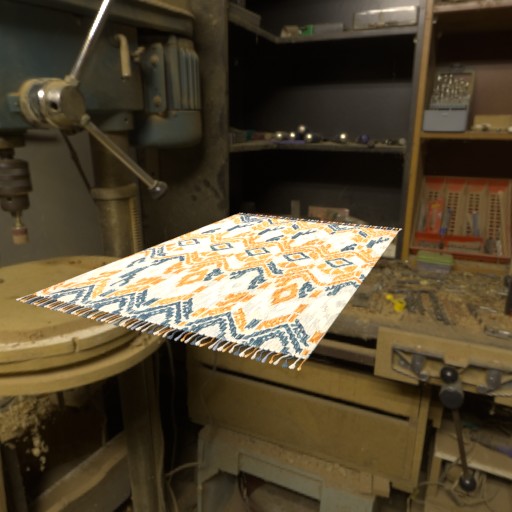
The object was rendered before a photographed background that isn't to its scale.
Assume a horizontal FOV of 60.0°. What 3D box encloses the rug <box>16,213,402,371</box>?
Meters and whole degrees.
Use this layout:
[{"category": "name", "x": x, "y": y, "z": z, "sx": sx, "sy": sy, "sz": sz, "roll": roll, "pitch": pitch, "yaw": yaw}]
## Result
[{"category": "rug", "x": 0.000, "y": 0.000, "z": 2.963, "sx": 1.533, "sy": 0.010, "sz": 2.428, "roll": 8, "pitch": 19, "yaw": 24}]
